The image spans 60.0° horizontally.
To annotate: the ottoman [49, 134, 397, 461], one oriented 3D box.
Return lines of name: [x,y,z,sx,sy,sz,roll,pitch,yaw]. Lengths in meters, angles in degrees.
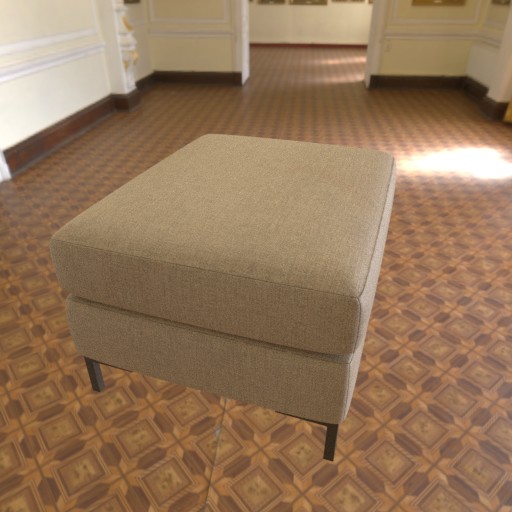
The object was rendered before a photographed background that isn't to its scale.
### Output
ottoman: [0.000,0.000,1.232,0.671,0.490,0.820,10,33,16]
